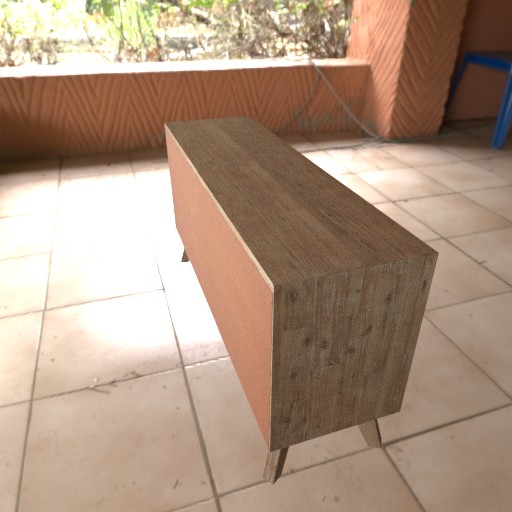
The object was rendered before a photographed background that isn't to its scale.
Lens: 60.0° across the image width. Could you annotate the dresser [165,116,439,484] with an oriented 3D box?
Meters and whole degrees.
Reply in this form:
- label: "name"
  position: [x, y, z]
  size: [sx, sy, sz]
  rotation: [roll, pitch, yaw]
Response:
- label: "dresser"
  position: [0.000, 0.000, 1.909]
  size: [0.455, 0.805, 1.554]
  rotation: [-10, 32, -16]
